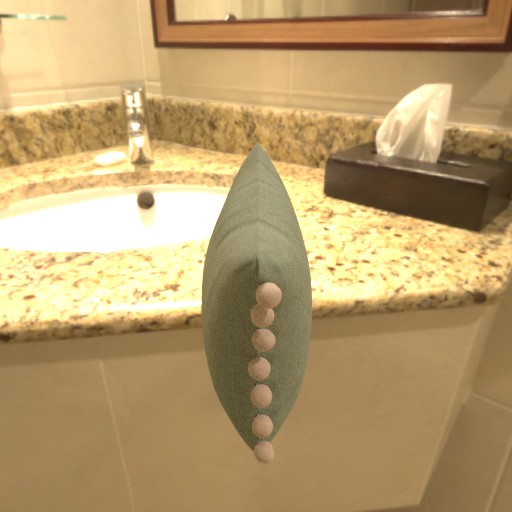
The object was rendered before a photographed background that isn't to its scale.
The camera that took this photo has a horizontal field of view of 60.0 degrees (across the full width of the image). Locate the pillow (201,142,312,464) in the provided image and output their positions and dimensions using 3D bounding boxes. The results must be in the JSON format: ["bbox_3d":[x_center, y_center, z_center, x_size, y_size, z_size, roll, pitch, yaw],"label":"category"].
[{"bbox_3d":[0.000,0.000,0.848,0.201,0.322,0.709,0,26,0],"label":"pillow"}]
